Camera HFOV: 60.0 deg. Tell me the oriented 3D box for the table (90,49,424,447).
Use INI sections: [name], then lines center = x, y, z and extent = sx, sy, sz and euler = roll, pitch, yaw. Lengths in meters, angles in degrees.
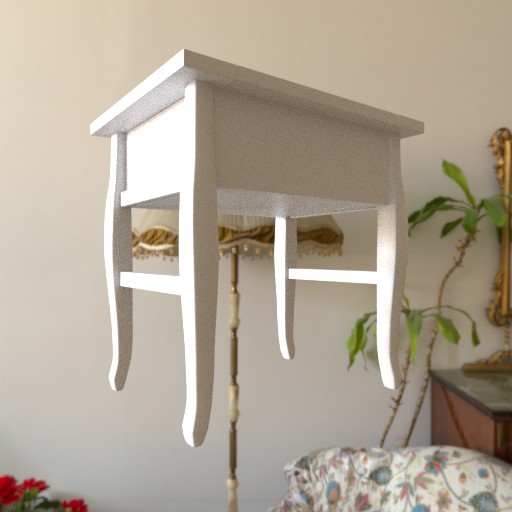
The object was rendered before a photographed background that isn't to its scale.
[table]
center = 0.000, 0.000, 1.002
extent = 0.599, 0.605, 0.463
euler = 0, 0, -36
